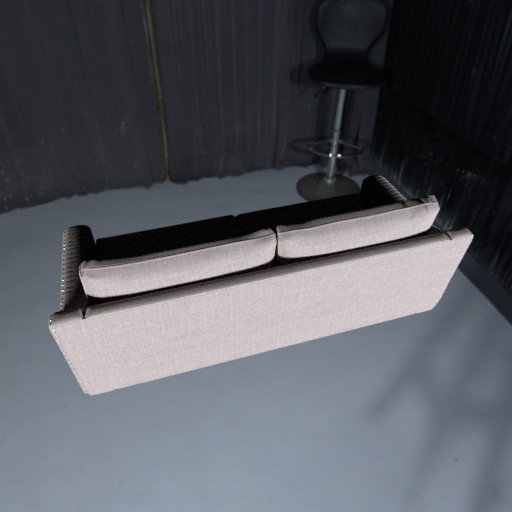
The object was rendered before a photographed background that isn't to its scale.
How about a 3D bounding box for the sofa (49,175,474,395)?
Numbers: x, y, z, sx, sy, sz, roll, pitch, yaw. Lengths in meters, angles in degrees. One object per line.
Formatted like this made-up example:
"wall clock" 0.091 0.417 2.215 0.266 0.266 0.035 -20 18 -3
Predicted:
"sofa" 0.000 0.000 2.718 2.208 0.857 1.000 -11 42 -13
